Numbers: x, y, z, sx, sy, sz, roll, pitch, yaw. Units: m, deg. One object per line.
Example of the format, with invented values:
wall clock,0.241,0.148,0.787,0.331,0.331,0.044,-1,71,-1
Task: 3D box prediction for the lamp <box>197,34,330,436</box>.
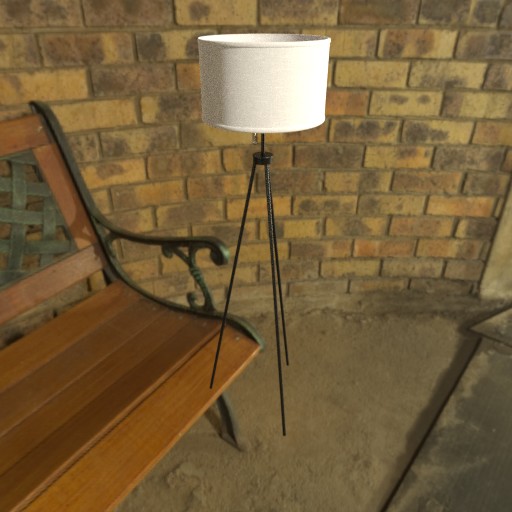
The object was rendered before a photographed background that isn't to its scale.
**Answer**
lamp,0.000,0.000,1.745,0.458,1.545,0.448,1,29,1
